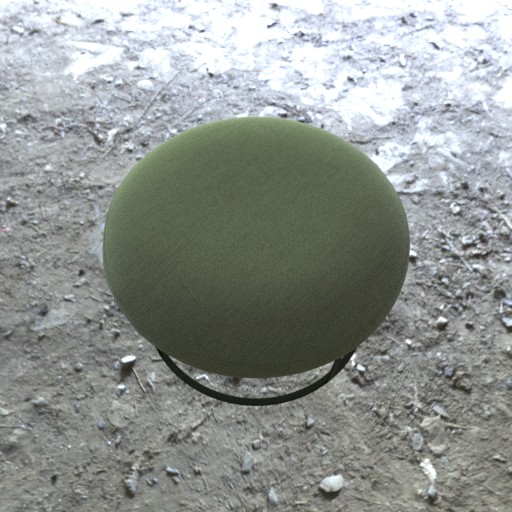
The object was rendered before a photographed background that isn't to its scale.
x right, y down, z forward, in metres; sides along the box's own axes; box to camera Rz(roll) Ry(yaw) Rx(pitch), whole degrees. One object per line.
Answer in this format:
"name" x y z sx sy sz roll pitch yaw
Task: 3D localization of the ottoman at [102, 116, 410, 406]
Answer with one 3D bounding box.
"ottoman" 0.000 0.000 1.240 0.769 0.459 0.769 0 57 0
